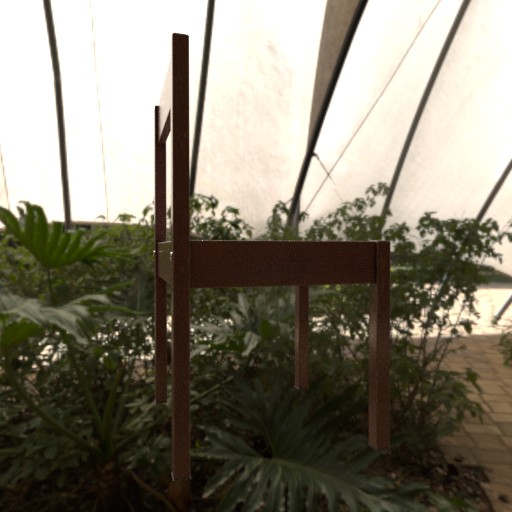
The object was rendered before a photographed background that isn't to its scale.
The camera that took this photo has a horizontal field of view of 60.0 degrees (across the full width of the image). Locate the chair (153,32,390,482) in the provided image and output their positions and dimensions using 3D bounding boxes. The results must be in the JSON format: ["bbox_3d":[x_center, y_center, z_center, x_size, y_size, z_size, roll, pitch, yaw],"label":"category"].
[{"bbox_3d":[0.000,0.000,0.673,0.285,0.505,0.285,0,1,-17],"label":"chair"}]
